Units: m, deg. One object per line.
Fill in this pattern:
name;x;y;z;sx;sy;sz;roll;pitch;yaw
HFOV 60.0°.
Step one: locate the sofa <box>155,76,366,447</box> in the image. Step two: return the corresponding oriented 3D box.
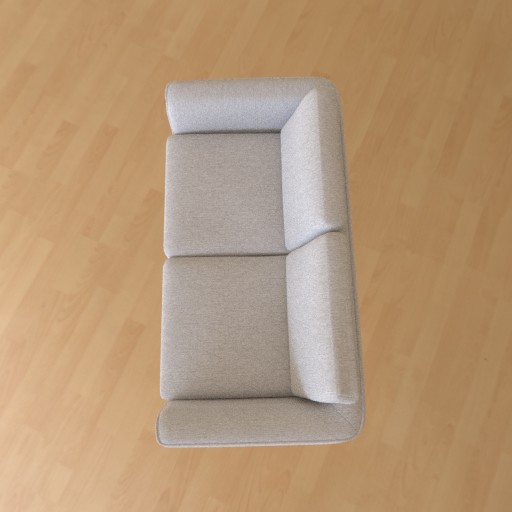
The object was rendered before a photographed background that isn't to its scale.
sofa;0.000;0.000;2.172;0.920;0.850;1.700;-1;76;0
